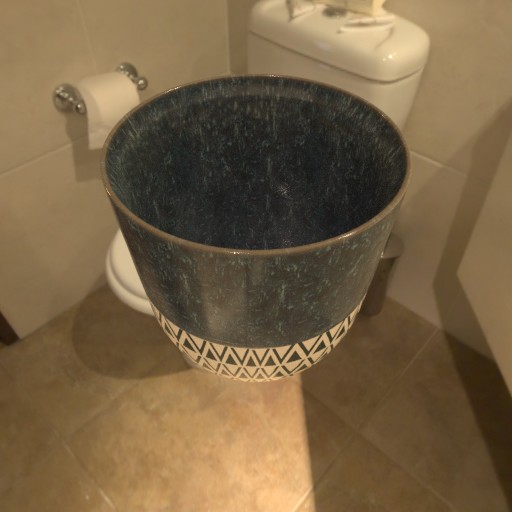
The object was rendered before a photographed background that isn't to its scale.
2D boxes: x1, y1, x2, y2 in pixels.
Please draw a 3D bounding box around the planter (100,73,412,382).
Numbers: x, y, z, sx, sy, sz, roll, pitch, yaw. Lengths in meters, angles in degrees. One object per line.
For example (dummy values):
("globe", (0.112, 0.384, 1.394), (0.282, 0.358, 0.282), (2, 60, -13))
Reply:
("planter", (0.000, 0.000, 0.362), (0.195, 0.214, 0.195), (0, 47, 0))
